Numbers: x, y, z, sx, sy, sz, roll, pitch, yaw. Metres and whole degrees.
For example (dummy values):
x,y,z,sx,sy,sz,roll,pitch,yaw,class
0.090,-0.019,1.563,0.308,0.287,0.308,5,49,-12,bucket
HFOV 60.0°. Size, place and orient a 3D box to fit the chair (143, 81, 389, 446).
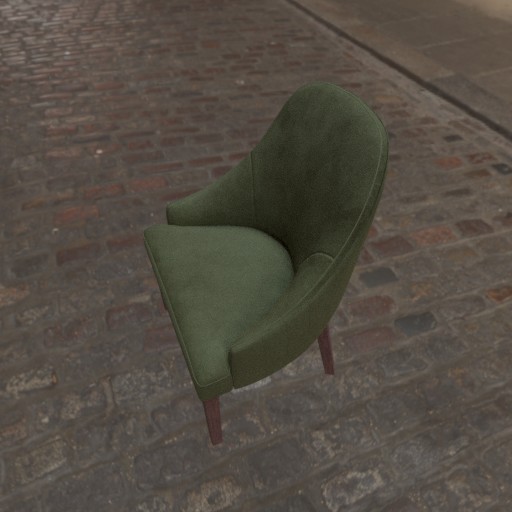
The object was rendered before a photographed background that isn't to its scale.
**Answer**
x,y,z,sx,sy,sz,roll,pitch,yaw,class
0.000,0.000,1.322,0.575,0.889,0.643,-17,47,-16,chair
